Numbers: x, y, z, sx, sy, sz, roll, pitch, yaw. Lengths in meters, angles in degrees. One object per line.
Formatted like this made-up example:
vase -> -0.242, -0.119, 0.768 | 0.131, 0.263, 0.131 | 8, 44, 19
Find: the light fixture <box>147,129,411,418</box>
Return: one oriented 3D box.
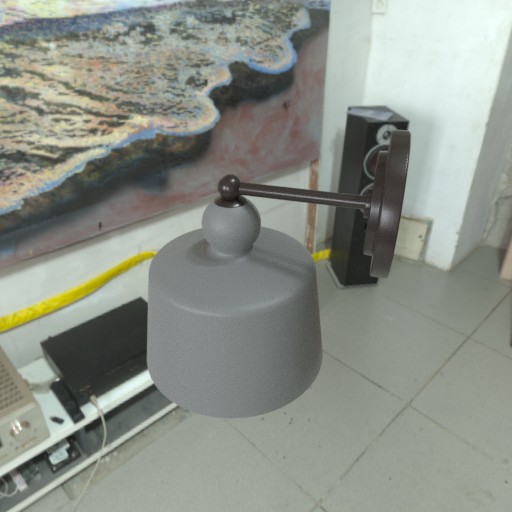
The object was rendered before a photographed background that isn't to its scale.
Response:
light fixture -> 0.000, 0.000, 0.448 | 0.254, 0.268, 0.204 | 9, 32, 14
